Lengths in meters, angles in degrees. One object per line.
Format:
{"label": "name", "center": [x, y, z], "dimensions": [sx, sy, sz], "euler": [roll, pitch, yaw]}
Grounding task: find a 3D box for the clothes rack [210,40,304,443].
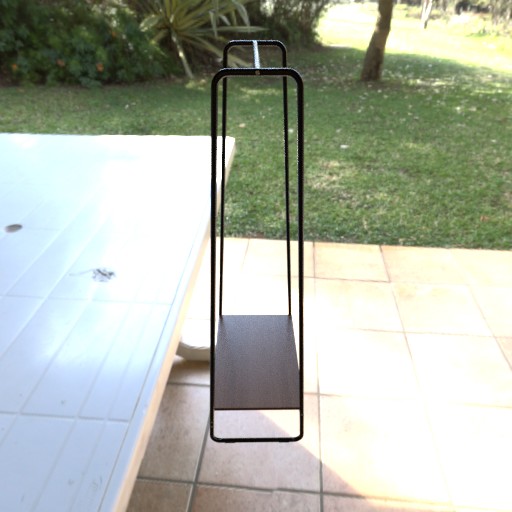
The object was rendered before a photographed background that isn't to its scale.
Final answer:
{"label": "clothes rack", "center": [0.000, 0.000, 1.779], "dimensions": [0.400, 1.500, 0.640], "euler": [0, 32, -1]}
